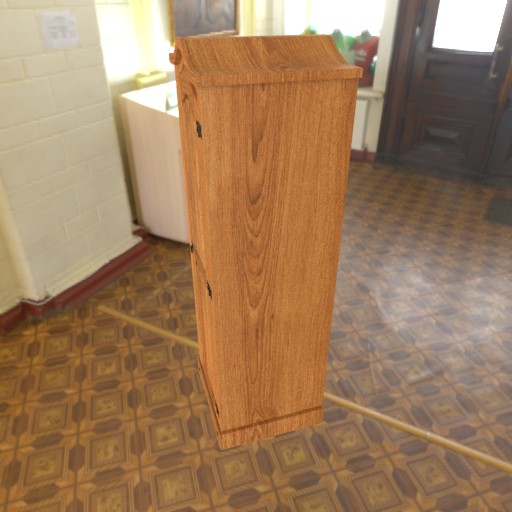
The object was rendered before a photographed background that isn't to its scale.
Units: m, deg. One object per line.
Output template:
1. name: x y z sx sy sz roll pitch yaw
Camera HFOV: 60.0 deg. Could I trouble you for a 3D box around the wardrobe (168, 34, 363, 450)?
1. wardrobe: 0.000 0.000 2.091 0.570 1.870 0.590 -9 32 -15
